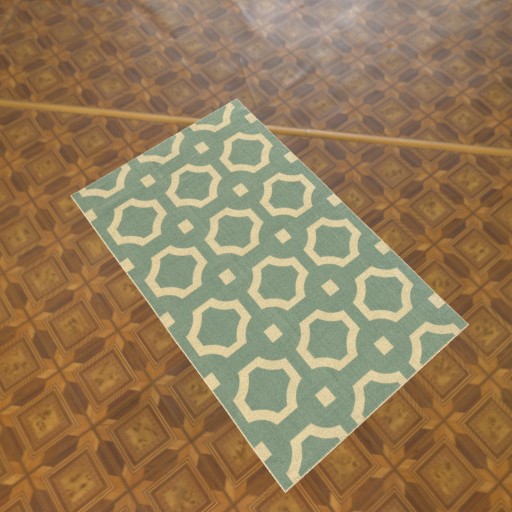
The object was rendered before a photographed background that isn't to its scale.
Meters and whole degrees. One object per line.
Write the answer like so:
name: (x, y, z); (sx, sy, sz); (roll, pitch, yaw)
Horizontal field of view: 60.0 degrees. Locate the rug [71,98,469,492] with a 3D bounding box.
rug: (0.000, 0.000, 3.027); (1.528, 0.015, 2.443); (-36, 70, -15)
